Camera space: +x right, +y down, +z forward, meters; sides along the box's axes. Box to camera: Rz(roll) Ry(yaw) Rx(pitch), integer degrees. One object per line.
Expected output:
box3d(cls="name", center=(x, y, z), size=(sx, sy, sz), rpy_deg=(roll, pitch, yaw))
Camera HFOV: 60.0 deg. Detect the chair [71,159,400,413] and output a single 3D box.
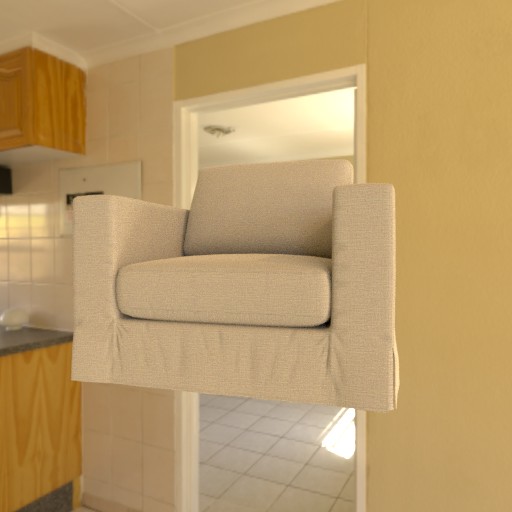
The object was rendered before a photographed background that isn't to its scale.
box3d(cls="chair", center=(0.000, 0.000, 1.869), size=(1.150, 0.878, 0.957), rpy_deg=(0, 1, 17))
